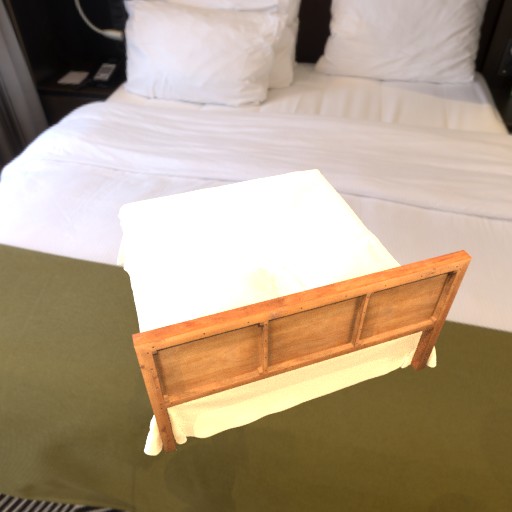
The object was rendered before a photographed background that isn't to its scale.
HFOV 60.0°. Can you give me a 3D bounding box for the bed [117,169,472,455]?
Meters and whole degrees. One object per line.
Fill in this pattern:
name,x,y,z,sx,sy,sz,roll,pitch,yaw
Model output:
bed,0.000,0.000,3.555,2.255,1.158,2.165,-13,43,-14
